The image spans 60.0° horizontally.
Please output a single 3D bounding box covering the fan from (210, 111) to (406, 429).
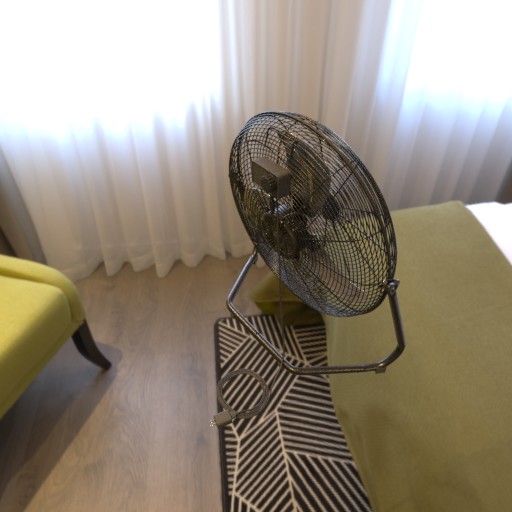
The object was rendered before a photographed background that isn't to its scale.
[{"bbox_3d":[0.000,0.000,1.018,0.470,0.605,0.595,-26,47,-28],"label":"fan"}]
